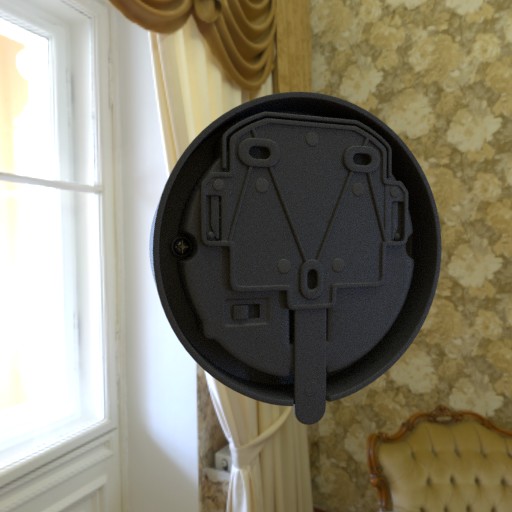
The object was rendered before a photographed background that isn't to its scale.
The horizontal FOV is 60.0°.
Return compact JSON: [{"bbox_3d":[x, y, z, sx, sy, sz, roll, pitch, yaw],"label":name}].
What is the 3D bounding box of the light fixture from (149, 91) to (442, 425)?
[{"bbox_3d":[0.000,0.000,0.265,0.134,0.143,0.160,-1,2,-18],"label":"light fixture"}]
